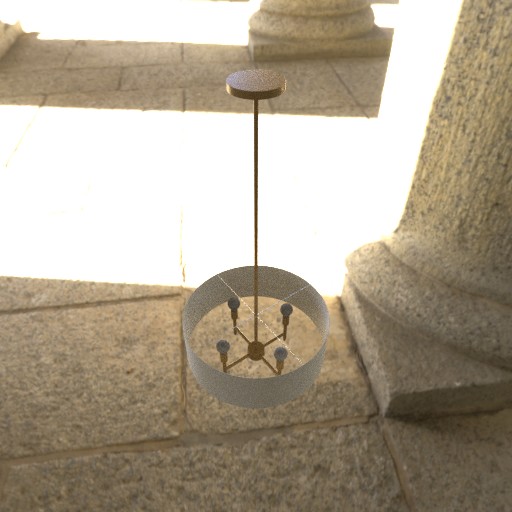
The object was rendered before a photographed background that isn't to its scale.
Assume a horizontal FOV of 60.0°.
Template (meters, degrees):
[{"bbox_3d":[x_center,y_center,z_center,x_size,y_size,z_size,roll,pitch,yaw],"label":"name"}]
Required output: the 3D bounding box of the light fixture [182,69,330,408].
[{"bbox_3d":[0.000,0.000,1.357,0.508,1.067,0.508,0,42,0],"label":"light fixture"}]
